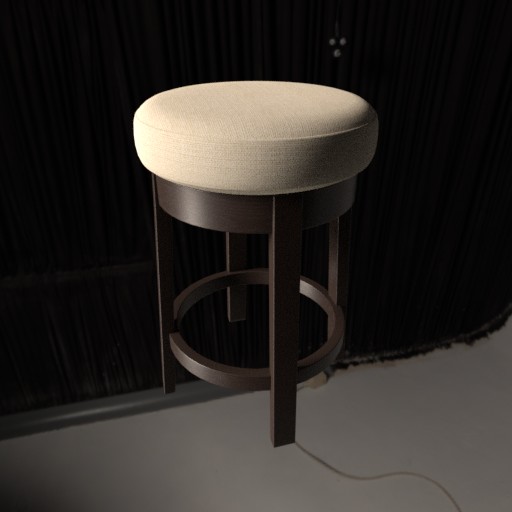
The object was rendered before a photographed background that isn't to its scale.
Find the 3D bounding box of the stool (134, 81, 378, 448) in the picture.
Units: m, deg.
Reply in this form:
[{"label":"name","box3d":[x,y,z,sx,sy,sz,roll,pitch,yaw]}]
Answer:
[{"label":"stool","box3d":[0.000,0.000,0.934,0.449,0.655,0.449,0,30,0]}]
